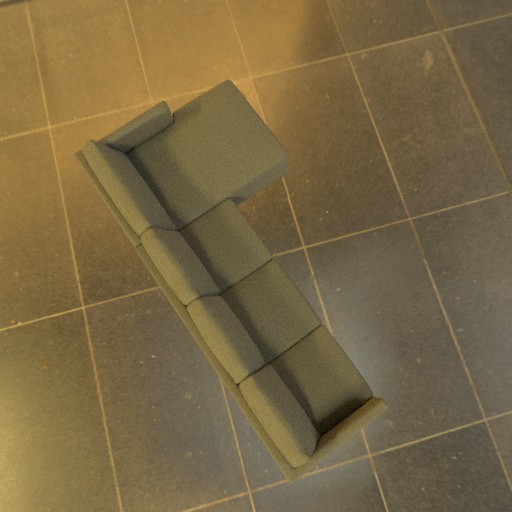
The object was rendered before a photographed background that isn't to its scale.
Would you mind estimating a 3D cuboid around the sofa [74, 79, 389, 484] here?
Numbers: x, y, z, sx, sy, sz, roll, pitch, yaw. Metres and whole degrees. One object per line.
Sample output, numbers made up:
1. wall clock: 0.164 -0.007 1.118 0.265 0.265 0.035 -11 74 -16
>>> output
1. sofa: 0.000 0.000 3.841 1.625 0.861 3.186 -34 79 -8
